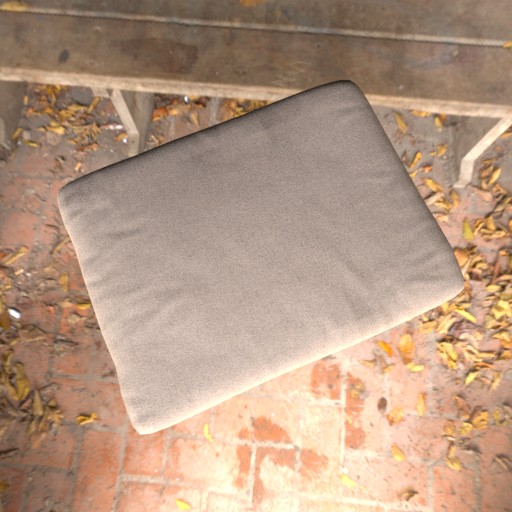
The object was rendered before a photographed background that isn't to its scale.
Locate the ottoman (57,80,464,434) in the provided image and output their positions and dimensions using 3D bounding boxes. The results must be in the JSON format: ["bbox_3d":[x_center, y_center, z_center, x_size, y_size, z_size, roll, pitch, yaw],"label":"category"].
[{"bbox_3d":[0.000,0.000,1.328,0.902,0.511,0.692,-23,76,-6],"label":"ottoman"}]
